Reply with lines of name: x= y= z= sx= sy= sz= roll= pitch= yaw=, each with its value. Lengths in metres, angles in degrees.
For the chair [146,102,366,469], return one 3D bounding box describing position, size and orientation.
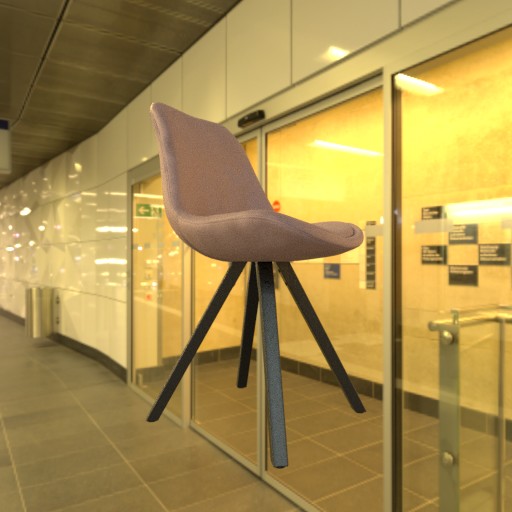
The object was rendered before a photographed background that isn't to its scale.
chair: x=0.000 y=0.000 z=1.197 sx=0.547 sy=0.865 sz=0.483 roll=0 pitch=0 yaw=37
